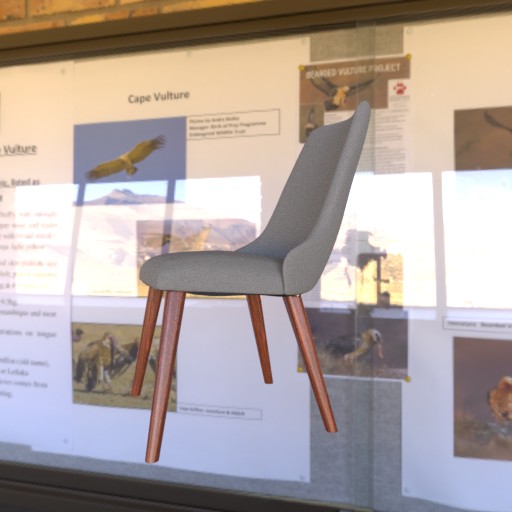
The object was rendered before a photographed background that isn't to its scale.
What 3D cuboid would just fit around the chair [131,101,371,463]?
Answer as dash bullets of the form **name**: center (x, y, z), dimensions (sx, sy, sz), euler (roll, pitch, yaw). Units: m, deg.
- **chair**: center (0.000, 0.000, 1.341), dimensions (0.707, 0.918, 0.535), euler (0, 0, -19)
